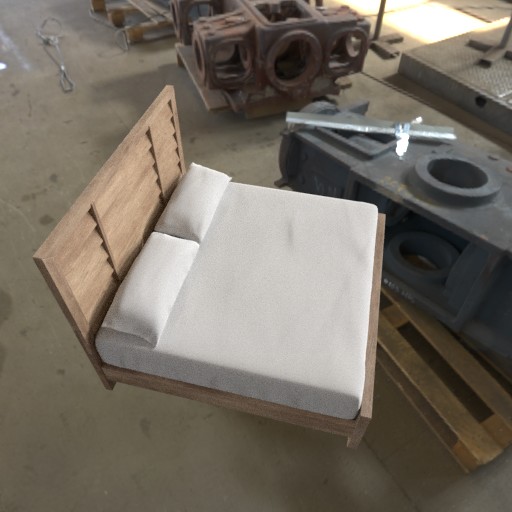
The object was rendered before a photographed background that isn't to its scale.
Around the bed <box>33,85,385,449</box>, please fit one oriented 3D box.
[{"bbox_3d":[0.000,0.000,3.549,2.062,1.626,2.032,10,49,9],"label":"bed"}]
